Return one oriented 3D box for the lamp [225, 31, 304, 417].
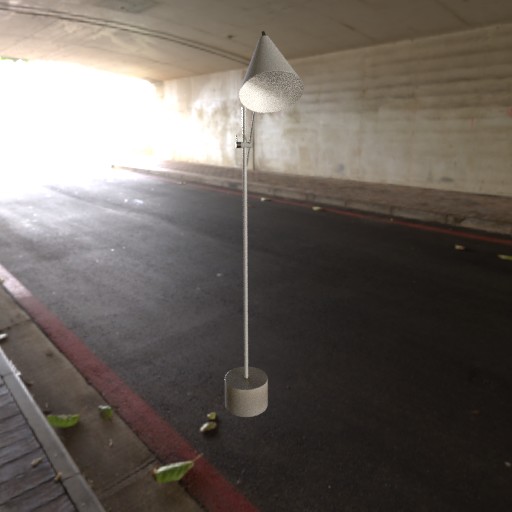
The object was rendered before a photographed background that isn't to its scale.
[{"bbox_3d":[0.000,0.000,1.579,0.223,1.430,0.508,-2,16,-8],"label":"lamp"}]
